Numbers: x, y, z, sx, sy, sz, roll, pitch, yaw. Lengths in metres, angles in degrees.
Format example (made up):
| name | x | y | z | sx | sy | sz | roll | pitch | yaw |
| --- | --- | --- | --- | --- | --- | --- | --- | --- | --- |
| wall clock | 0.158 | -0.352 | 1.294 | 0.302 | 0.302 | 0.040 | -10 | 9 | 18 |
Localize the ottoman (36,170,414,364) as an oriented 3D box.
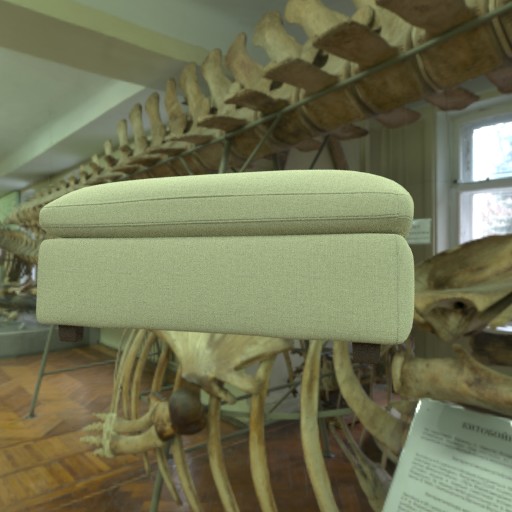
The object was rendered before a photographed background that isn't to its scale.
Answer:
| name | x | y | z | sx | sy | sz | roll | pitch | yaw |
| --- | --- | --- | --- | --- | --- | --- | --- | --- | --- |
| ottoman | 0.000 | 0.000 | 1.492 | 0.996 | 0.467 | 0.977 | 0 | 0 | 18 |
